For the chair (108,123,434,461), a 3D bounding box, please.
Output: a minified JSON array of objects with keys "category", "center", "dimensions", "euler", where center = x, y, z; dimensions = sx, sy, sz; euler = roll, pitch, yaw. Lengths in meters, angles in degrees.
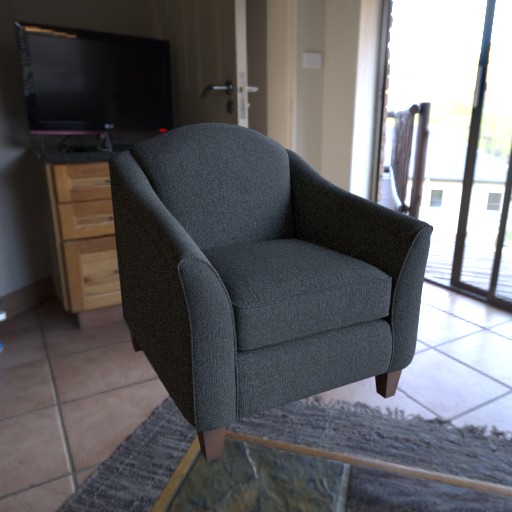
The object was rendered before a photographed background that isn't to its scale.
[{"category":"chair","center":[0.000,0.000,1.443],"dimensions":[0.763,0.839,0.787],"euler":[-8,18,-26]}]
